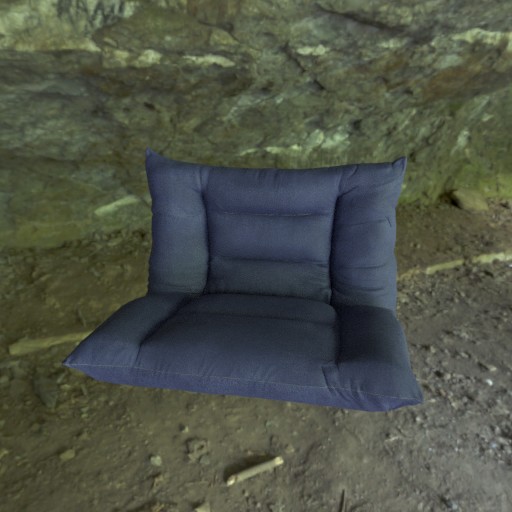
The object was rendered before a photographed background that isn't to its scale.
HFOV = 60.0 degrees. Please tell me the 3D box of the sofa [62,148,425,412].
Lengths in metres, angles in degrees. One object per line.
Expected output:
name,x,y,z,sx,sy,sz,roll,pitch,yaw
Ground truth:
sofa,0.000,0.000,1.662,1.122,0.778,0.849,3,15,11
